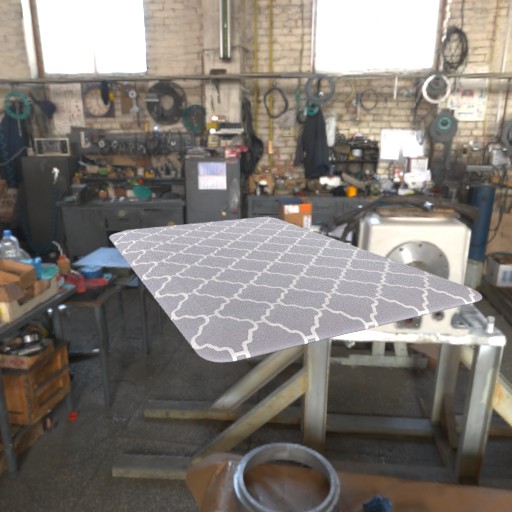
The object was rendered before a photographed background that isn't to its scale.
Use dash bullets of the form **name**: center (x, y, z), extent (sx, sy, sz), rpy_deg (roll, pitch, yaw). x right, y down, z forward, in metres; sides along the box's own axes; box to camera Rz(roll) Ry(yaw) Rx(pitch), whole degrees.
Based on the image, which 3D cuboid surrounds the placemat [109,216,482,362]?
- **placemat**: center (0.000, 0.000, 0.962), extent (0.508, 0.021, 0.762), rpy_deg (-8, 18, -25)
